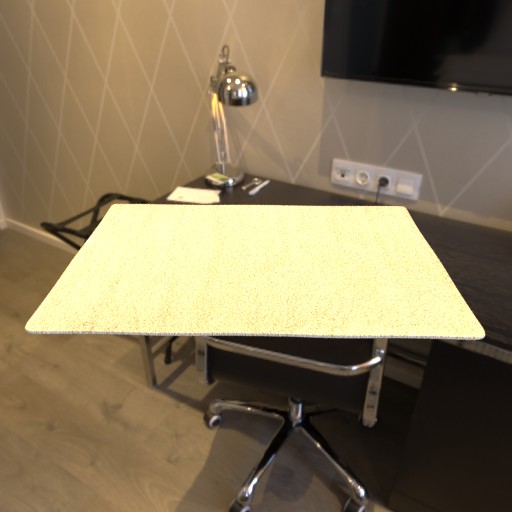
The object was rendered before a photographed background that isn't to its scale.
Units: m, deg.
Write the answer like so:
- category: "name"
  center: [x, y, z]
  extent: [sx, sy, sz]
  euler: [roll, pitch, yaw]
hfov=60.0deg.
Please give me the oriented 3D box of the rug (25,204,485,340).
- category: "rug"
  center: [0.000, 0.000, 3.329]
  extent: [2.698, 0.025, 1.798]
  euler: [1, 31, 1]
